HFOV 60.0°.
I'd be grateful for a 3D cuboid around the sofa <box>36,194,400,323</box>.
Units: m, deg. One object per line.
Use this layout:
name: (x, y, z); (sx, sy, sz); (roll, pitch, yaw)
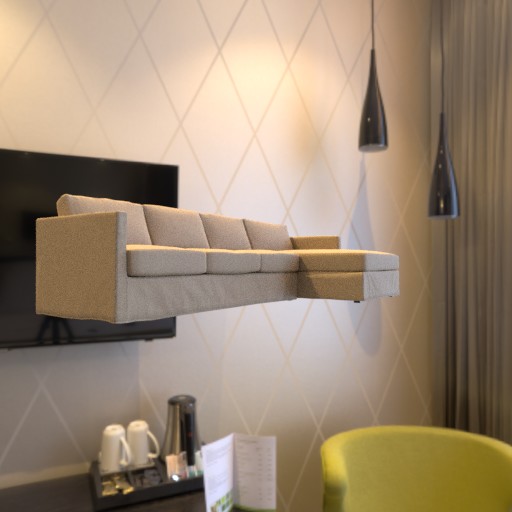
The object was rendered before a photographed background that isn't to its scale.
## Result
sofa: (0.000, 0.000, 3.999); (1.622, 0.871, 3.206); (-1, -1, 35)
